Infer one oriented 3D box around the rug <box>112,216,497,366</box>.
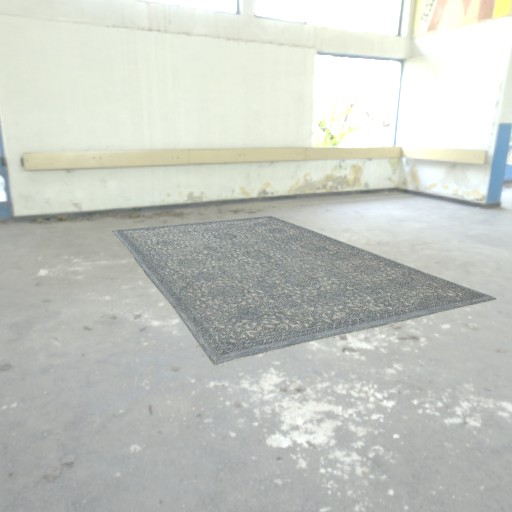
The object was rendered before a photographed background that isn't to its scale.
[{"bbox_3d":[0.000,0.000,3.017,1.535,0.022,2.498,-8,18,-25],"label":"rug"}]
